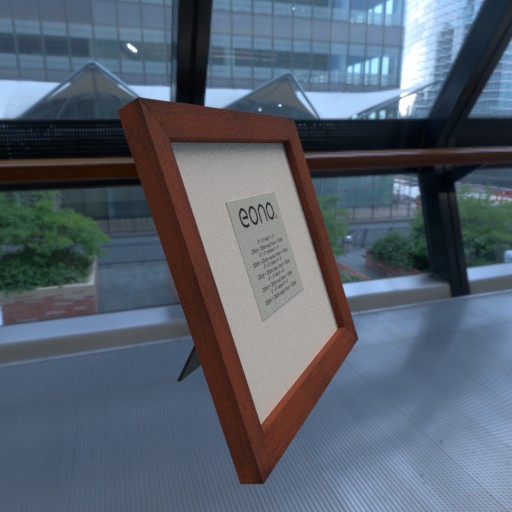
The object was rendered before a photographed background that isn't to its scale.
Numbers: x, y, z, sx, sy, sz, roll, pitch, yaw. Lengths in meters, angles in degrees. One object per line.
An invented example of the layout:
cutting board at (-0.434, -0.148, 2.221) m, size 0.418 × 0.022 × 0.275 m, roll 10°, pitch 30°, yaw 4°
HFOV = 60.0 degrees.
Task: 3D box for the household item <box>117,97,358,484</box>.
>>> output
household item at (0.000, 0.000, 0.383) m, size 0.131 × 0.240 × 0.240 m, roll 7°, pitch 16°, yaw 26°
